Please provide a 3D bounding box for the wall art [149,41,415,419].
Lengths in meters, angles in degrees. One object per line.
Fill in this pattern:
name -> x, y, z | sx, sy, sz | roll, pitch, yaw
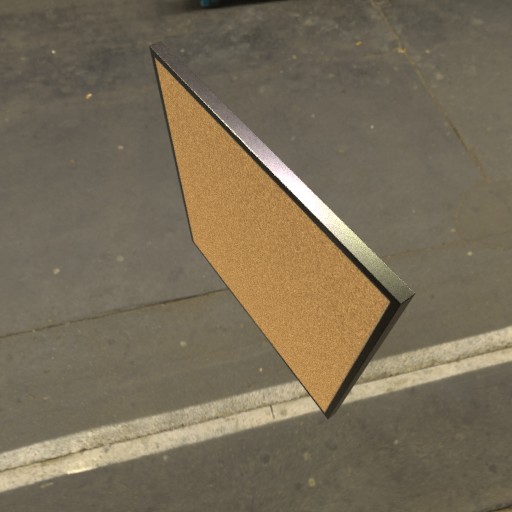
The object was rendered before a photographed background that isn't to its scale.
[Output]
wall art -> 0.000, 0.000, 0.517 | 0.014, 0.349, 0.349 | -31, 63, -18
